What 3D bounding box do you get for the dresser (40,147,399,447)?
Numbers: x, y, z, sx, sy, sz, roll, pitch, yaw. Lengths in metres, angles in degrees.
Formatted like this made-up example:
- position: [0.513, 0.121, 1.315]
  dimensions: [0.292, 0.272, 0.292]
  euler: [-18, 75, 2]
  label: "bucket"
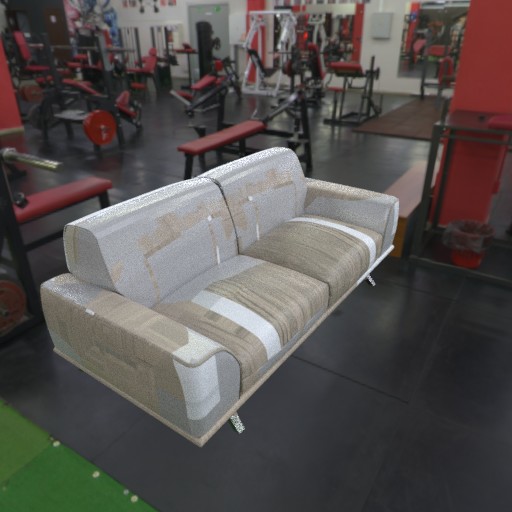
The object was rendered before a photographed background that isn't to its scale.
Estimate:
- position: [0.000, 0.000, 5.756]
  dimensions: [2.251, 1.863, 4.679]
  euler: [18, 33, 31]
  label: "dresser"
